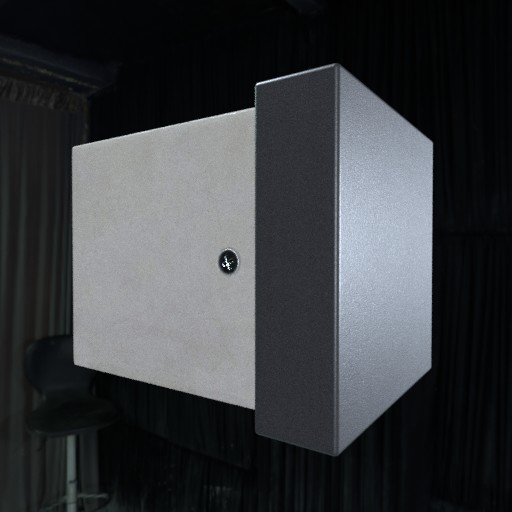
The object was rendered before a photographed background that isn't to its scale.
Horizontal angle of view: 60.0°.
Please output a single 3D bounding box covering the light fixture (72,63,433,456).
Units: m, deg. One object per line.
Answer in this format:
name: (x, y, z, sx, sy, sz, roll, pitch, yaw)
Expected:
light fixture: (0.000, 0.000, 0.224, 0.143, 0.121, 0.121, 1, 1, 34)
